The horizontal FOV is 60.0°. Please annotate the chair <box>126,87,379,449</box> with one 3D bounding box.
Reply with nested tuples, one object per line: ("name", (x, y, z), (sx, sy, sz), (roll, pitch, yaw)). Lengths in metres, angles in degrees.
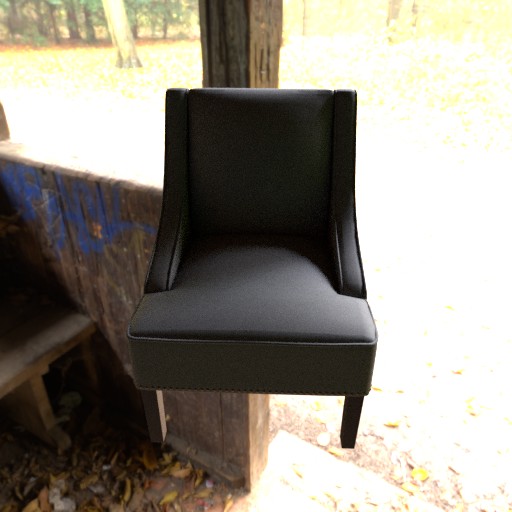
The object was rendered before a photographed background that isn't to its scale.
("chair", (0.000, 0.000, 1.356), (0.631, 0.867, 0.747), (1, 30, 2))
